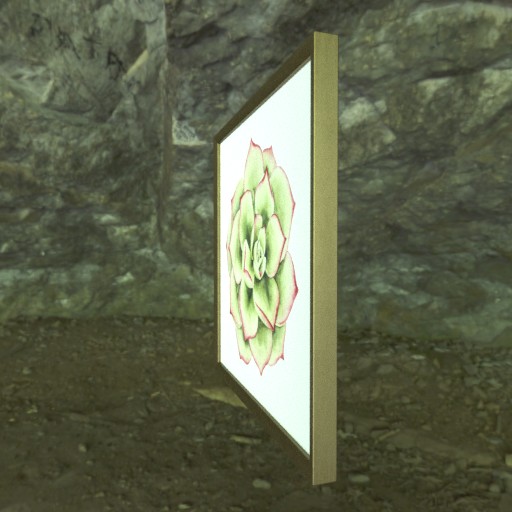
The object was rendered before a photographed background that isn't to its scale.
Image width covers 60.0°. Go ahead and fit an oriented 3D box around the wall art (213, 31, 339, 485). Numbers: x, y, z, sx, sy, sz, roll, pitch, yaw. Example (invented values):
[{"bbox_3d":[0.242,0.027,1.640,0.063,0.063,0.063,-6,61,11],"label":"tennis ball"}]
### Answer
[{"bbox_3d":[0.000,0.000,0.735,0.031,0.506,0.503,0,1,-18],"label":"wall art"}]
